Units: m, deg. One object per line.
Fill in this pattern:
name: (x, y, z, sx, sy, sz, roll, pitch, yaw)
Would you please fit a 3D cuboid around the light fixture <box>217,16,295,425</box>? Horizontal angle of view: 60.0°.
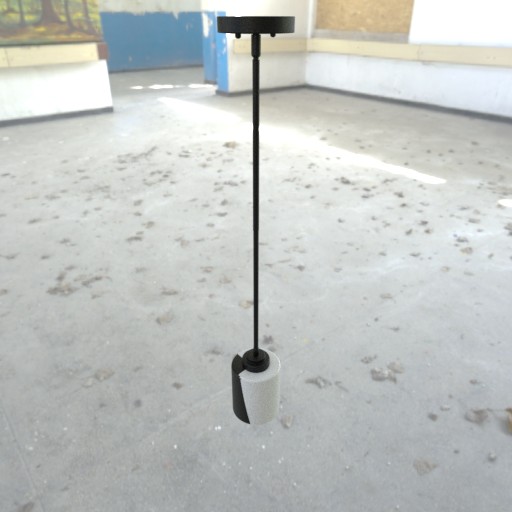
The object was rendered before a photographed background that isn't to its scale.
light fixture: (0.000, 0.000, 0.908, 0.123, 0.863, 0.123, -21, 35, -33)
